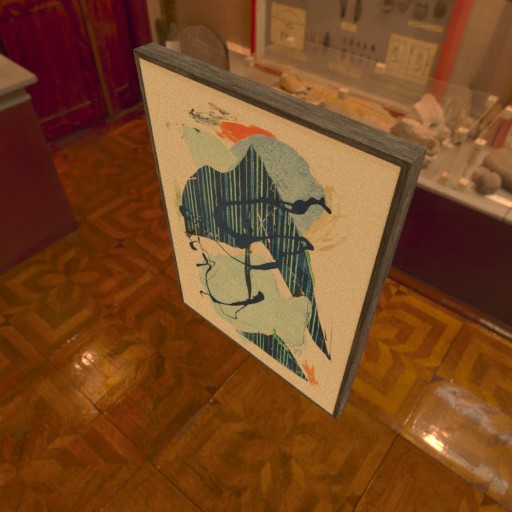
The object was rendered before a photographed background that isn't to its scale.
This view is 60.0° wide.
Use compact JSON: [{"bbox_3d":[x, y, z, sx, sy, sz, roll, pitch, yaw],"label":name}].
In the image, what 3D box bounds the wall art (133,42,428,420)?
[{"bbox_3d":[0.000,0.000,1.314,0.762,1.016,0.063,32,54,27],"label":"wall art"}]
